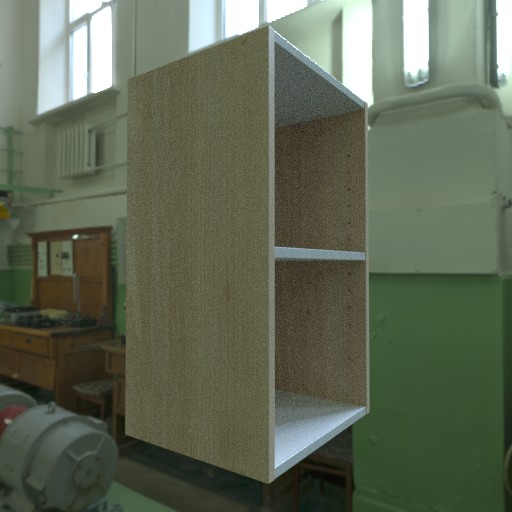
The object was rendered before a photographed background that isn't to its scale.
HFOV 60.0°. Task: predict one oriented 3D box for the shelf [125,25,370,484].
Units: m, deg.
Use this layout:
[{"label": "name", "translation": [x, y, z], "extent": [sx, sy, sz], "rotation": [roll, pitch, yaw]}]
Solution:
[{"label": "shelf", "translation": [0.000, 0.000, 0.805], "extent": [0.290, 0.600, 0.350], "rotation": [-1, -2, 36]}]
